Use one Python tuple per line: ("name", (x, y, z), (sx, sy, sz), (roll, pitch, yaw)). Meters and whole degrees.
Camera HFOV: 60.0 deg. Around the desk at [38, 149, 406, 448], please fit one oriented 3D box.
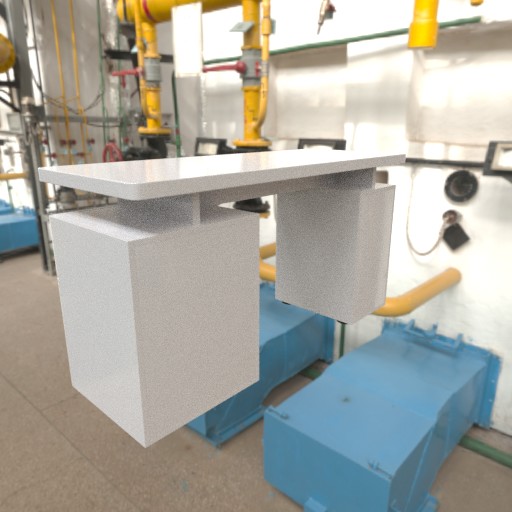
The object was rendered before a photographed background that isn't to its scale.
("desk", (0.000, 0.000, 1.780), (0.550, 0.762, 1.400), (15, 22, 41))
